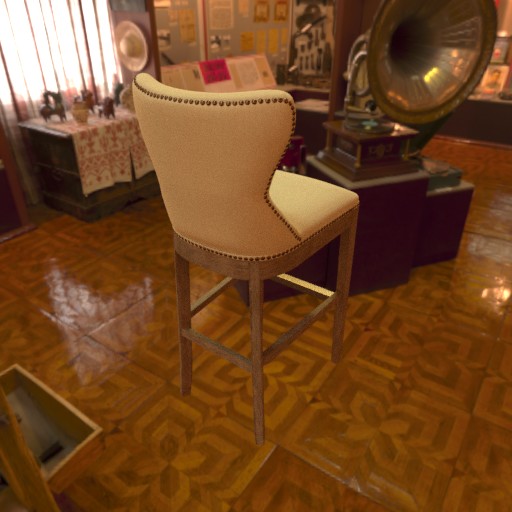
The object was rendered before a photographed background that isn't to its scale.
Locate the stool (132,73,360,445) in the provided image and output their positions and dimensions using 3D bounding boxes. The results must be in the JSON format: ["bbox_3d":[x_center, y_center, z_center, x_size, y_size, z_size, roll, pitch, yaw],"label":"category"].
[{"bbox_3d":[0.000,0.000,1.447,0.494,1.123,0.606,20,36,31],"label":"stool"}]
